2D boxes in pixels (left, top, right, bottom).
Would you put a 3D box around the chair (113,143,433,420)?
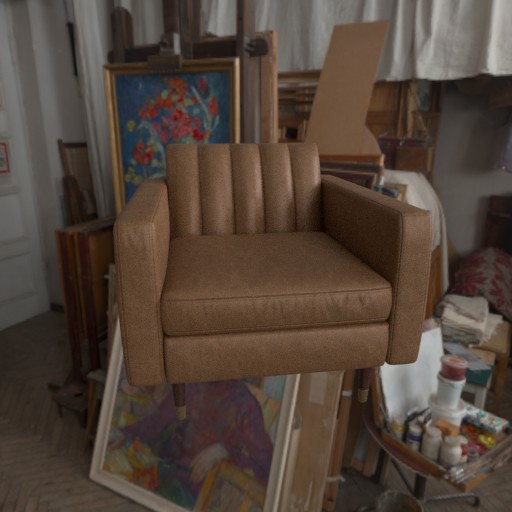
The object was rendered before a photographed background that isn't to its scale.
[{"bbox_3d":[0.000,0.000,1.735,0.953,0.819,0.998,-3,17,-8],"label":"chair"}]
